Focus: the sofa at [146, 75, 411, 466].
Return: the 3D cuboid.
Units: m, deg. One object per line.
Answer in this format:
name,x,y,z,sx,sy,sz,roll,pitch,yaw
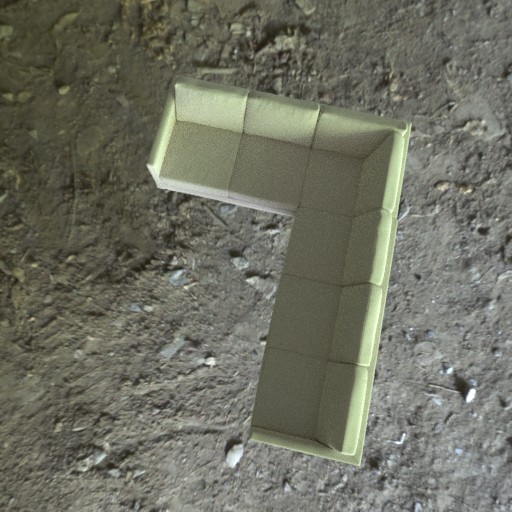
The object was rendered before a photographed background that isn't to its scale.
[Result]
sofa,0.000,0.000,4.237,2.432,0.863,3.182,12,76,3
